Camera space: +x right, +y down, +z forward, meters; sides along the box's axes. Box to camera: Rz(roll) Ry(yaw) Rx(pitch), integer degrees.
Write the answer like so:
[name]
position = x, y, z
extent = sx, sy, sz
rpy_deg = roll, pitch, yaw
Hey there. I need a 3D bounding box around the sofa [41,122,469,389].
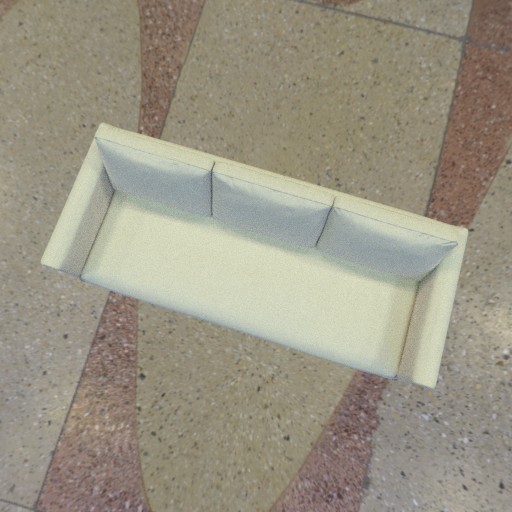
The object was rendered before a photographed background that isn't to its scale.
[sofa]
position = 0.000, 0.000, 2.628
extent = 2.198, 0.911, 0.902
rpy_deg = 17, 77, 4
